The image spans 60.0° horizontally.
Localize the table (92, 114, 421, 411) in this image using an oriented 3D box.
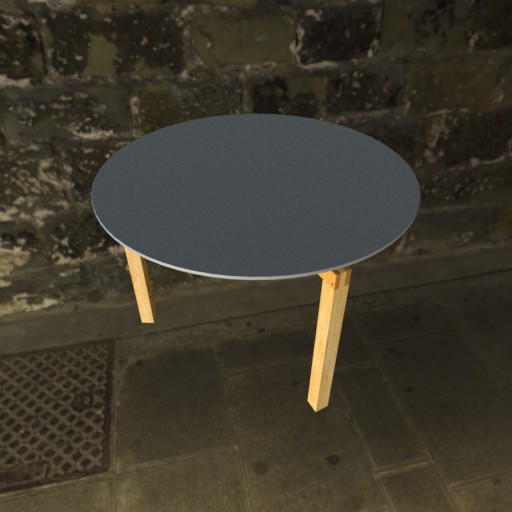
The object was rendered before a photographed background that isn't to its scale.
[{"bbox_3d":[0.000,0.000,0.967,0.600,0.405,0.600,0,39,0],"label":"table"}]
